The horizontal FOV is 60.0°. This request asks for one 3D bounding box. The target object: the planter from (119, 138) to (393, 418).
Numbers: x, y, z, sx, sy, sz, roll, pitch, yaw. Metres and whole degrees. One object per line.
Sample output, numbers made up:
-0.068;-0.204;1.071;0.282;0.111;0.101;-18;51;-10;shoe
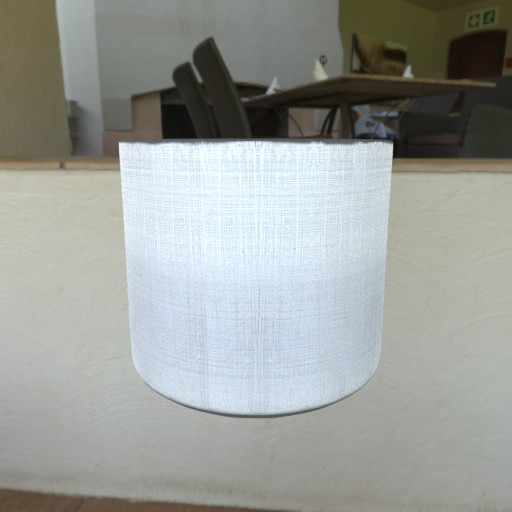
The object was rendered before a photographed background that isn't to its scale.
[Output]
0.000;0.000;0.398;0.226;0.201;0.226;0;14;0;planter
